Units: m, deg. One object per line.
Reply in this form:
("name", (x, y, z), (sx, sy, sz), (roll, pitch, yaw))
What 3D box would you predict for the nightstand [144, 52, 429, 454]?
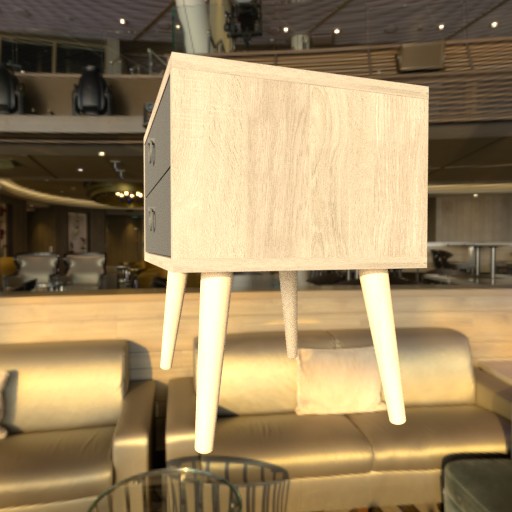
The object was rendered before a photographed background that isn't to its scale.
("nightstand", (0.000, 0.000, 0.804), (0.380, 0.500, 0.450), (0, 2, -18))
